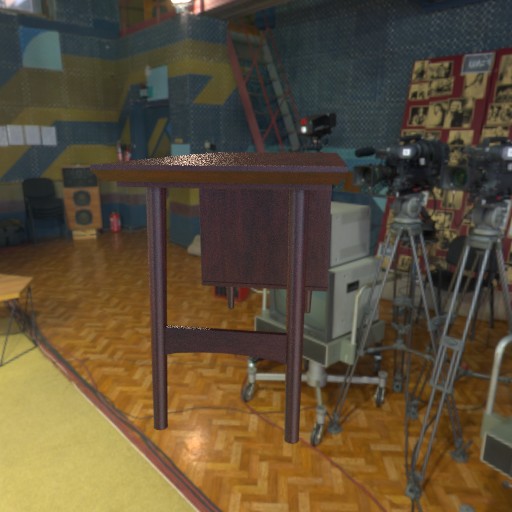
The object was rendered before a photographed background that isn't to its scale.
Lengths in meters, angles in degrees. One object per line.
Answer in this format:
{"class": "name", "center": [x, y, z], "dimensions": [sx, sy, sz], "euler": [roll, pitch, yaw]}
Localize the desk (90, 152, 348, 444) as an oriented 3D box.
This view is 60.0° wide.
{"class": "desk", "center": [0.000, 0.000, 1.730], "dimensions": [0.612, 0.758, 1.277], "euler": [2, 15, 9]}
